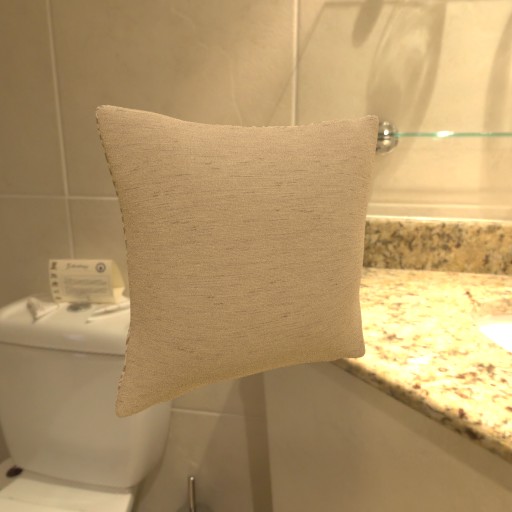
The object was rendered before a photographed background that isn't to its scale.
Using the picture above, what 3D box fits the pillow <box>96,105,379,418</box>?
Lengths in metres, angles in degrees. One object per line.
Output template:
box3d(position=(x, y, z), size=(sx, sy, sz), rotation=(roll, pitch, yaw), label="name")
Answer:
box3d(position=(0.000, 0.000, 0.667), size=(0.438, 0.421, 0.167), rotation=(-6, 15, -25), label="pillow")
